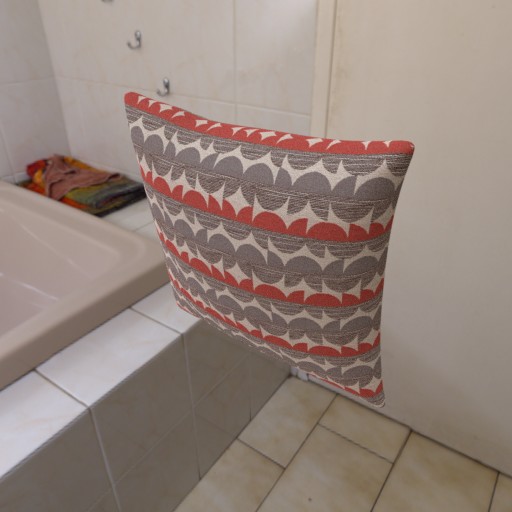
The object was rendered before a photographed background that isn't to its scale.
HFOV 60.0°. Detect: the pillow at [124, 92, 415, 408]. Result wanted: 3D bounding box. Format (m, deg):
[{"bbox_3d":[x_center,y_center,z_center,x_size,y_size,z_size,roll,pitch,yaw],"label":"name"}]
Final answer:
[{"bbox_3d":[0.000,0.000,0.633,0.420,0.410,0.180,21,37,31],"label":"pillow"}]
